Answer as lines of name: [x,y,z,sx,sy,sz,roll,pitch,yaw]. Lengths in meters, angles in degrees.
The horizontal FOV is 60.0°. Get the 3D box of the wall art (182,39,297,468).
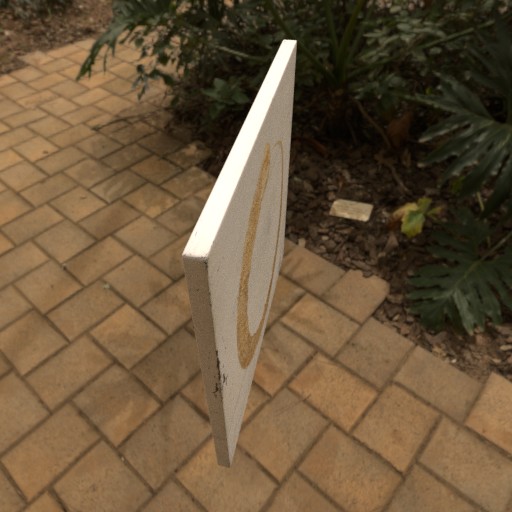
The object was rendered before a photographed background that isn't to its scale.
wall art: [0.000,0.000,1.101,0.038,0.762,0.762,9,47,9]
